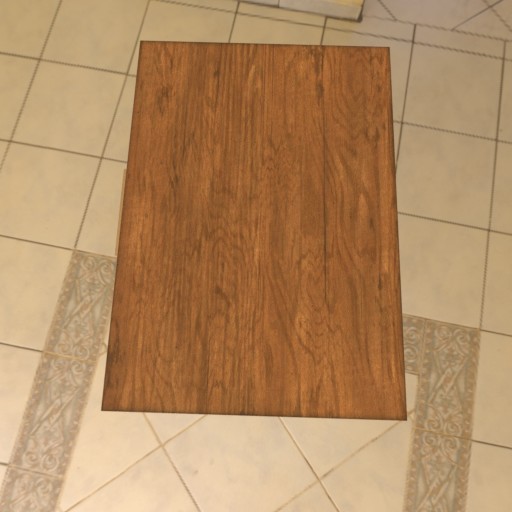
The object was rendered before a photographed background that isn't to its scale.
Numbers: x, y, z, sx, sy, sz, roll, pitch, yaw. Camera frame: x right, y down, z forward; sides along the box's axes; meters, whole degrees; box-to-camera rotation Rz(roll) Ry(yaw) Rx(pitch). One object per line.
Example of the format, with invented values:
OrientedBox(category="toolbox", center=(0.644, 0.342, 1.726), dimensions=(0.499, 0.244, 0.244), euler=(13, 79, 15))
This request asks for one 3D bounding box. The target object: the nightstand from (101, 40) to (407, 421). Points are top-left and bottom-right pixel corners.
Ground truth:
OrientedBox(category="nightstand", center=(0.000, 0.000, 0.991), dimensions=(0.446, 0.610, 0.610), euler=(2, 77, 0))
